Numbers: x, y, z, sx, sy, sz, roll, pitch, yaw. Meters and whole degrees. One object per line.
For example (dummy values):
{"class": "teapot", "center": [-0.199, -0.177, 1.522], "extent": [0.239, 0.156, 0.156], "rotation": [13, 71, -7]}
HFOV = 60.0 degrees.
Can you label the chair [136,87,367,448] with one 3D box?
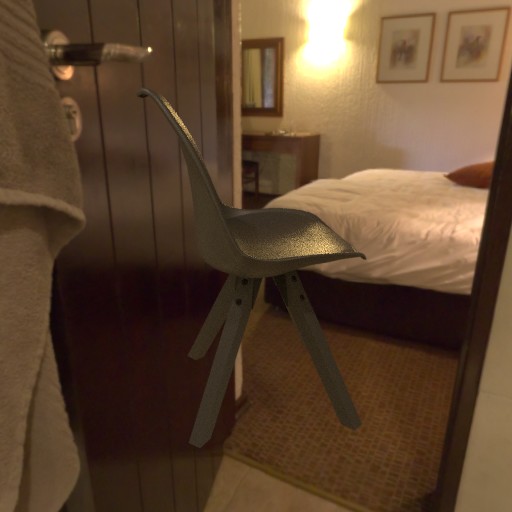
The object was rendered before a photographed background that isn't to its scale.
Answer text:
{"class": "chair", "center": [0.000, 0.000, 1.209], "extent": [0.550, 0.850, 0.485], "rotation": [-3, 19, -8]}
